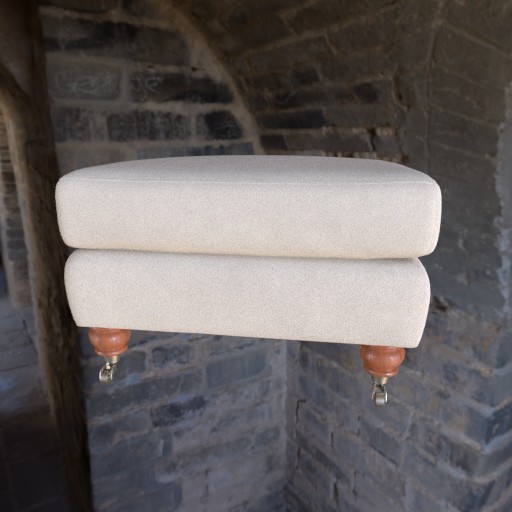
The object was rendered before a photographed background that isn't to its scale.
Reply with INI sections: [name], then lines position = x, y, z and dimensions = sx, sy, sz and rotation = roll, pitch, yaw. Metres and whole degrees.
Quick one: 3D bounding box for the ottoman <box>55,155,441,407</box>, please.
[ottoman]
position = 0.000, 0.000, 1.143
dimensions = 0.773, 0.504, 0.569
rotation = 2, 14, 8
